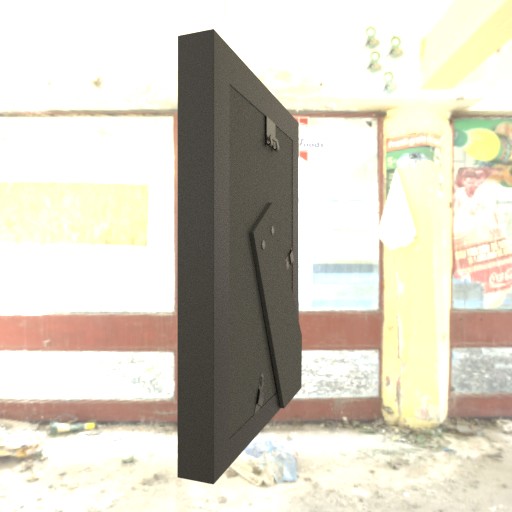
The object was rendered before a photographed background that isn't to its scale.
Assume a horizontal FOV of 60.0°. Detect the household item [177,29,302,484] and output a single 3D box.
[{"bbox_3d":[0.000,0.000,0.236,0.022,0.178,0.133,0,0,20],"label":"household item"}]
